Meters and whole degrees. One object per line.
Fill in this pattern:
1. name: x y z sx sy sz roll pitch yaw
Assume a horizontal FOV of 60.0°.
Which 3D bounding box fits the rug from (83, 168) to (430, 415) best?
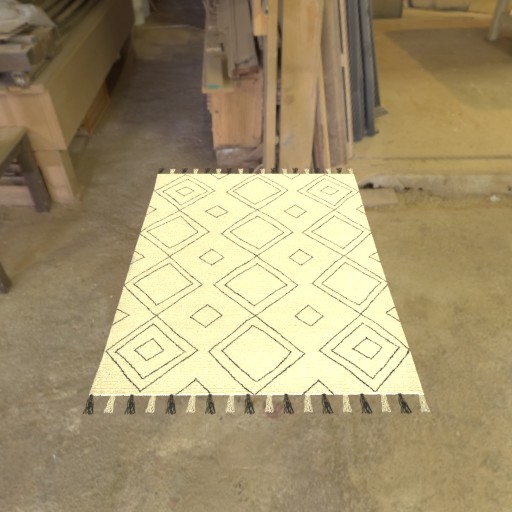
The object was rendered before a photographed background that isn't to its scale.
1. rug: 0.000 0.000 4.186 2.342 0.026 3.221 0 42 0
